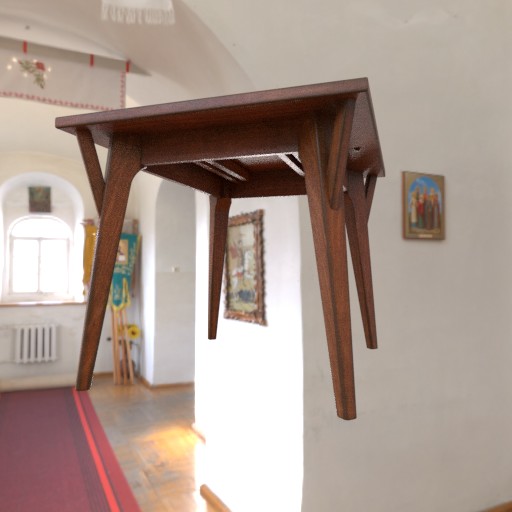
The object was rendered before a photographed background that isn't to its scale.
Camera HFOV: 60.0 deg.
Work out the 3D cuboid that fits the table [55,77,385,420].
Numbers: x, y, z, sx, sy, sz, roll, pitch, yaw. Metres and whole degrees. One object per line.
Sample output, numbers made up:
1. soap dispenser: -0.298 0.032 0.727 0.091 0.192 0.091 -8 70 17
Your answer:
1. table: 0.000 0.000 1.551 0.838 0.761 0.991 0 -1 18
